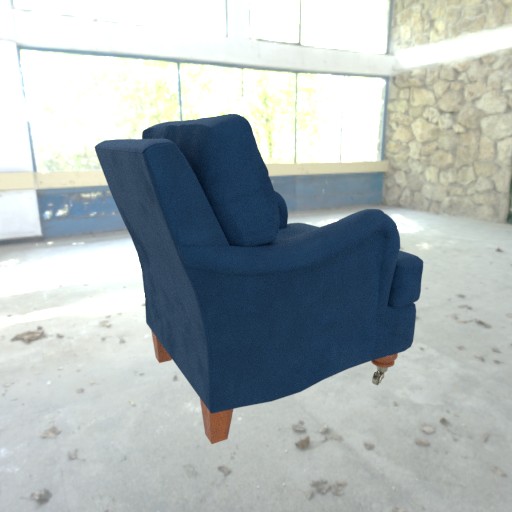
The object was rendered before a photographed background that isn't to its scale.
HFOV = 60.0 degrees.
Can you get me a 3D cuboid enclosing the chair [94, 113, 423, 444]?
[{"bbox_3d":[0.000,0.000,1.828,1.078,1.076,0.895,-8,16,-27],"label":"chair"}]
